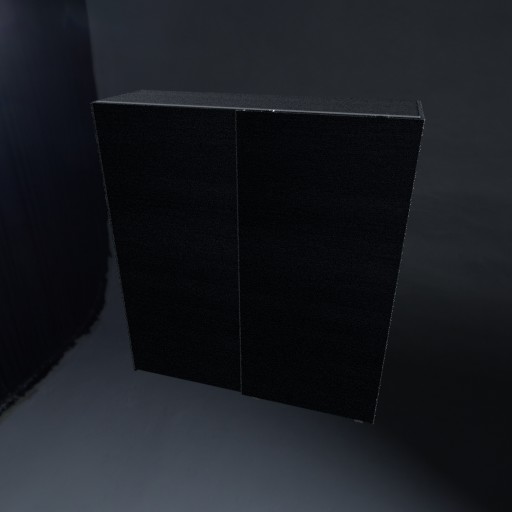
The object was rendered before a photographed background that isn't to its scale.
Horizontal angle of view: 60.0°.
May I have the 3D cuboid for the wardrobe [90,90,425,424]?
[{"bbox_3d":[0.000,0.000,2.941,1.780,1.960,0.629,8,28,15],"label":"wardrobe"}]
